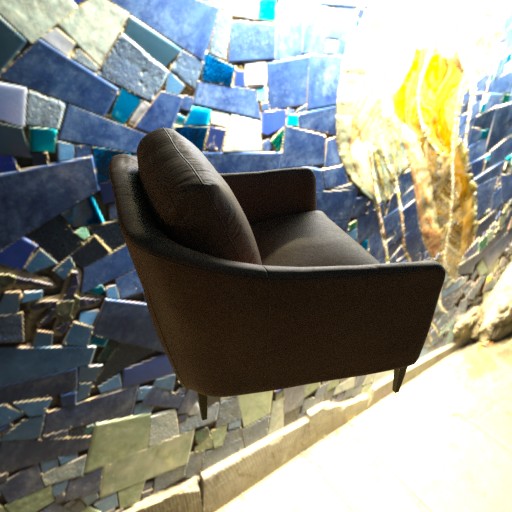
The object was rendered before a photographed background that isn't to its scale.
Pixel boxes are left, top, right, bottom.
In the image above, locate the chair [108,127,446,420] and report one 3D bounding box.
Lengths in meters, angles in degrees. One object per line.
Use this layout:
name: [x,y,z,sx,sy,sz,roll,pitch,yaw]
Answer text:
chair: [0.000,0.000,1.711,0.963,0.895,0.988,-10,32,-17]
